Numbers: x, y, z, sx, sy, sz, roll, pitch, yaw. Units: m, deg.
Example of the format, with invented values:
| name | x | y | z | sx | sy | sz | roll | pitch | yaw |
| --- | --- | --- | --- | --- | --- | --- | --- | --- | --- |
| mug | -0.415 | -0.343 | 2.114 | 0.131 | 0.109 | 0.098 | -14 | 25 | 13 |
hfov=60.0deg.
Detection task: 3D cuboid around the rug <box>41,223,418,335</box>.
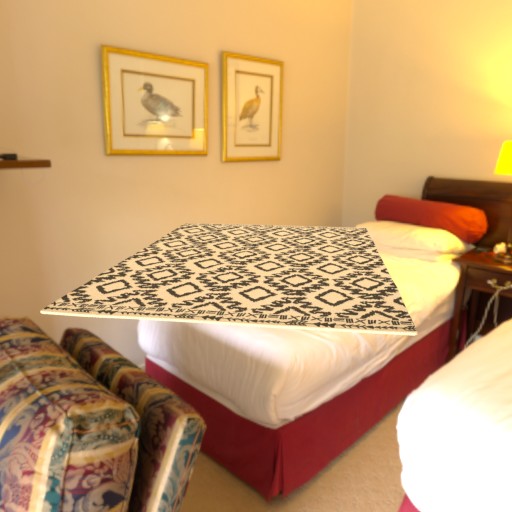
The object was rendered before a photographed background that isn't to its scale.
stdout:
| name | x | y | z | sx | sy | sz | roll | pitch | yaw |
| --- | --- | --- | --- | --- | --- | --- | --- | --- | --- |
| rug | 0.000 | 0.000 | 4.378 | 2.444 | 0.036 | 3.369 | 2 | 15 | 8 |
